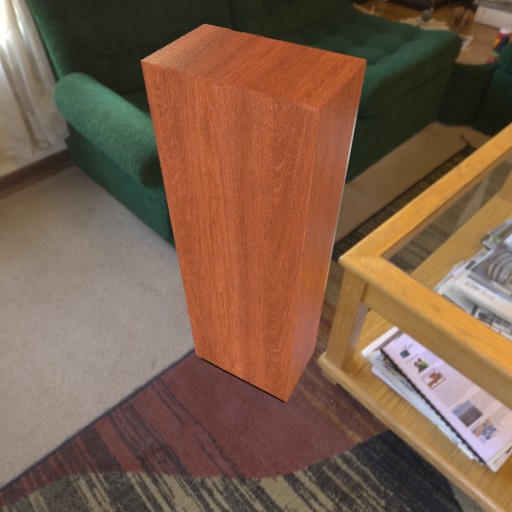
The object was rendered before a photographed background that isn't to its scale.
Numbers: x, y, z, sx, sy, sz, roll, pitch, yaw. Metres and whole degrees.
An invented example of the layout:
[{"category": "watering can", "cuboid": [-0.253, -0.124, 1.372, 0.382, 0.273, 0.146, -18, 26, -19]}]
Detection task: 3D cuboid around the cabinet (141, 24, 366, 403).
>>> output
[{"category": "cabinet", "cuboid": [0.000, 0.000, 2.238, 0.660, 1.980, 0.420, 22, 51, 20]}]
